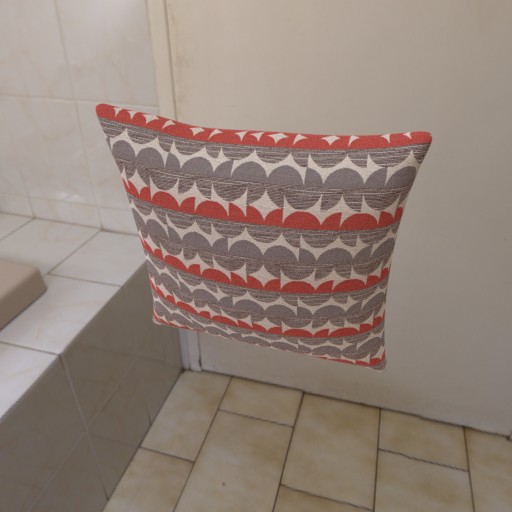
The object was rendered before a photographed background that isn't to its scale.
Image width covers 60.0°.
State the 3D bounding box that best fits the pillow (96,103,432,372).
[{"bbox_3d":[0.000,0.000,0.641,0.420,0.410,0.180,10,33,15],"label":"pillow"}]
